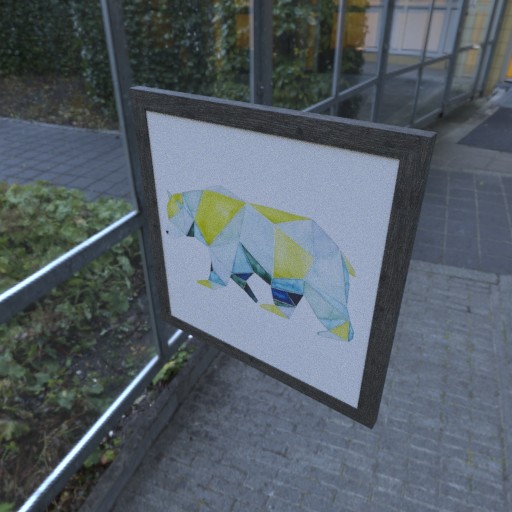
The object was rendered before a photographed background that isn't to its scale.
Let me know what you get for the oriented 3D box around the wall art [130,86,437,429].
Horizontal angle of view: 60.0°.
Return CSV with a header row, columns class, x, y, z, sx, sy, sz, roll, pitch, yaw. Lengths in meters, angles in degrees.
class,x,y,z,sx,sy,sz,roll,pitch,yaw
wall art,0.000,0.000,0.698,0.462,0.459,0.027,20,36,30
